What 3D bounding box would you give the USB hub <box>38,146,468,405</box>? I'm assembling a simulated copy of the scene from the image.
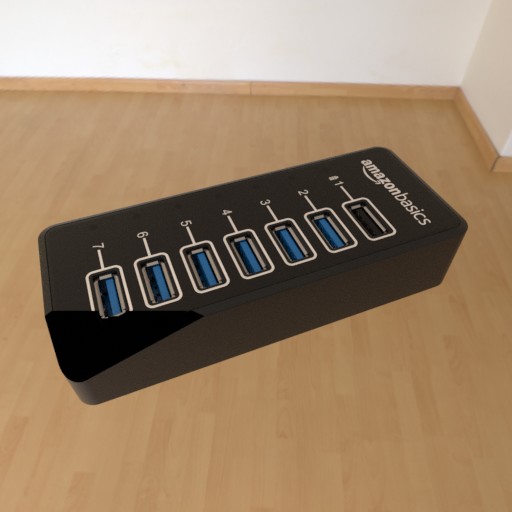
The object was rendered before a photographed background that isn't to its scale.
[{"bbox_3d":[0.000,0.000,0.127,0.110,0.023,0.044,-16,49,-15],"label":"USB hub"}]
